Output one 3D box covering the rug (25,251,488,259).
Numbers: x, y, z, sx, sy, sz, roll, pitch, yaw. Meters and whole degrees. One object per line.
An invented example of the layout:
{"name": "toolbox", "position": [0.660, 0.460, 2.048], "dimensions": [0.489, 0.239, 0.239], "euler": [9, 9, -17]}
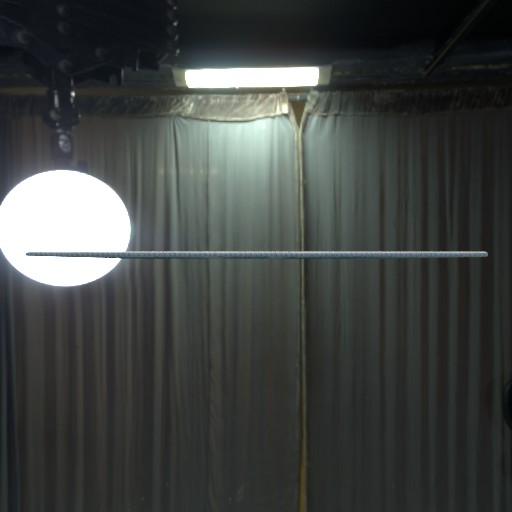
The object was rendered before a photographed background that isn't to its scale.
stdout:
{"name": "rug", "position": [0.000, 0.000, 3.070], "dimensions": [2.450, 0.027, 1.540], "euler": [0, -1, -1]}
